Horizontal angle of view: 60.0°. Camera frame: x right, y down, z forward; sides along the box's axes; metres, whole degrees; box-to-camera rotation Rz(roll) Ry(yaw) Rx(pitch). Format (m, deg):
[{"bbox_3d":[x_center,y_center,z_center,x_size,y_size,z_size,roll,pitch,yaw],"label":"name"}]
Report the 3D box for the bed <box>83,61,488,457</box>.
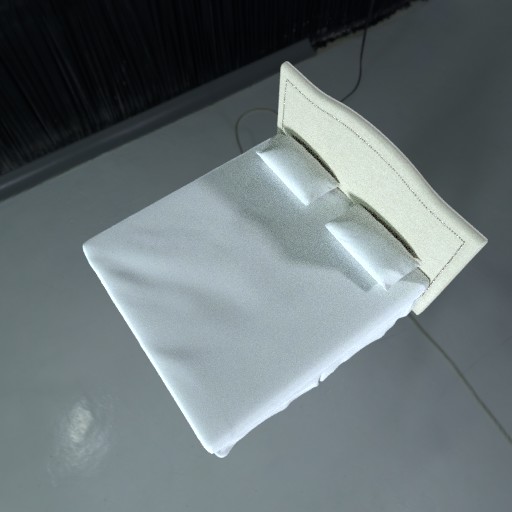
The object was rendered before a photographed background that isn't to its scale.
[{"bbox_3d":[0.000,0.000,3.443,2.182,1.421,2.083,-33,67,-16],"label":"bed"}]
